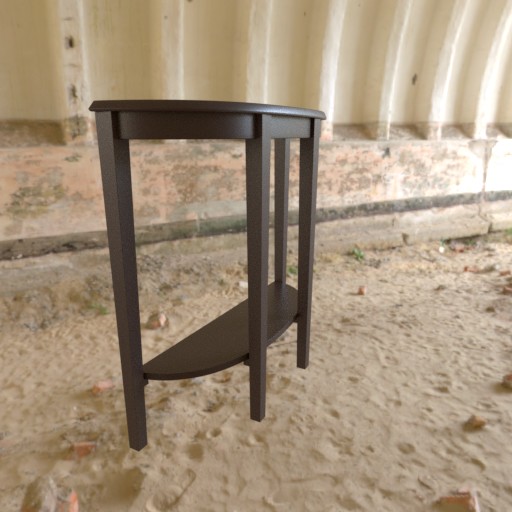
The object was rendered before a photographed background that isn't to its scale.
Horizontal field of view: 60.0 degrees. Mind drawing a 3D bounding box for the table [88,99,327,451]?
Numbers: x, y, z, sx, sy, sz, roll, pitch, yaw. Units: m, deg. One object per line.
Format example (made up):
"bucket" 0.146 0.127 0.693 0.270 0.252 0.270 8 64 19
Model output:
"table" 0.000 0.000 1.318 0.274 0.831 0.909 8 17 27
